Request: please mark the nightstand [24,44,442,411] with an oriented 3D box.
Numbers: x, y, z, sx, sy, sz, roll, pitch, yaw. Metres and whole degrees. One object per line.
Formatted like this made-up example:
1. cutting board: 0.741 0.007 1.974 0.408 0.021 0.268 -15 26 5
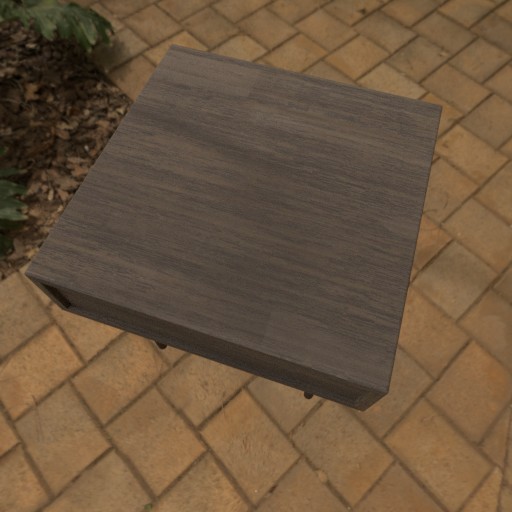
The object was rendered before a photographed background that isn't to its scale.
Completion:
1. nightstand: 0.000 0.000 0.896 0.502 0.497 0.503 16 63 9
